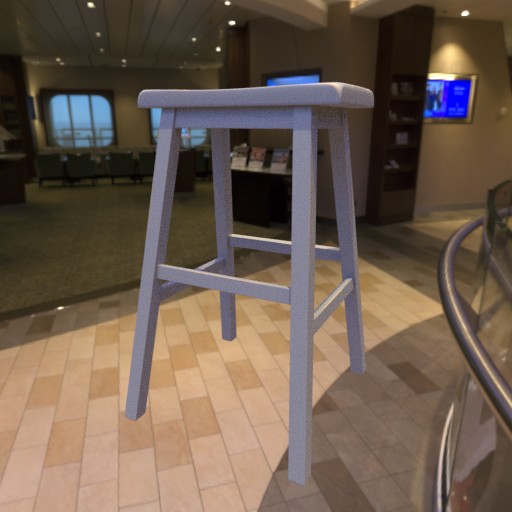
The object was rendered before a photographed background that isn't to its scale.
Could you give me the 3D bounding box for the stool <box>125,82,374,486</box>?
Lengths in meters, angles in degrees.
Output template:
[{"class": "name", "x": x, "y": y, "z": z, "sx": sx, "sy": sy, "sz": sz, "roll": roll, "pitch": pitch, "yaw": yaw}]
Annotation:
[{"class": "stool", "x": 0.000, "y": 0.000, "z": 1.048, "sx": 0.457, "sy": 0.737, "sz": 0.476, "roll": 9, "pitch": 19, "yaw": 26}]
